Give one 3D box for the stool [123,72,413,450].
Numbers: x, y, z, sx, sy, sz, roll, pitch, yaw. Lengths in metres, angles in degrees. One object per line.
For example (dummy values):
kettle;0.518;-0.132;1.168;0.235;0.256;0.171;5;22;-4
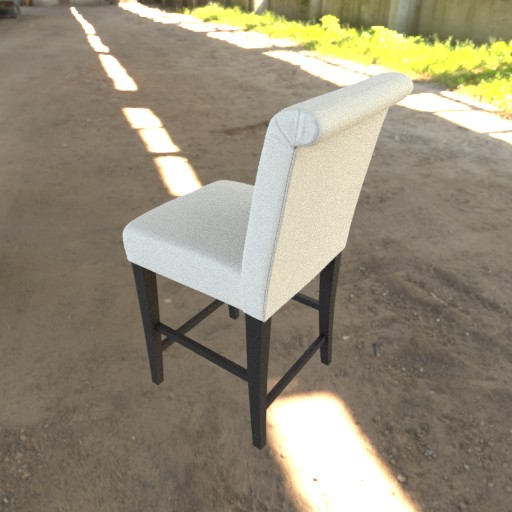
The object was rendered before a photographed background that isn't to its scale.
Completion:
stool;0.000;0.000;1.263;0.597;0.976;0.452;21;37;30
